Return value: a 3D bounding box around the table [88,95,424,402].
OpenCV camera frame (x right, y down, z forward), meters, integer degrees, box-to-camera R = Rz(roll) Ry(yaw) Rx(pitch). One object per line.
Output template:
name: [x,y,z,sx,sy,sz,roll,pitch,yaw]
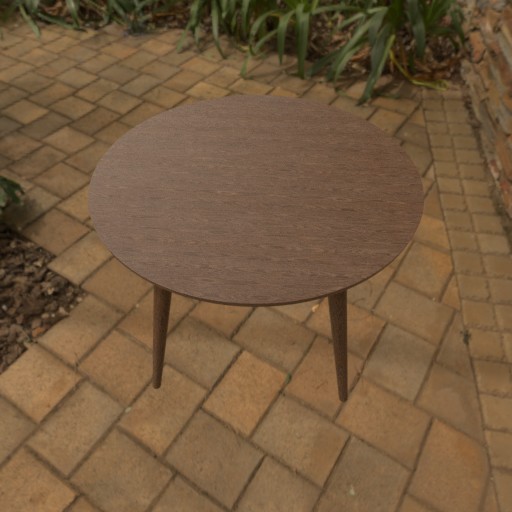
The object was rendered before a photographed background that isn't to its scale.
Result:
table: [0.000,0.000,1.722,1.053,0.786,1.053,0,47,0]
